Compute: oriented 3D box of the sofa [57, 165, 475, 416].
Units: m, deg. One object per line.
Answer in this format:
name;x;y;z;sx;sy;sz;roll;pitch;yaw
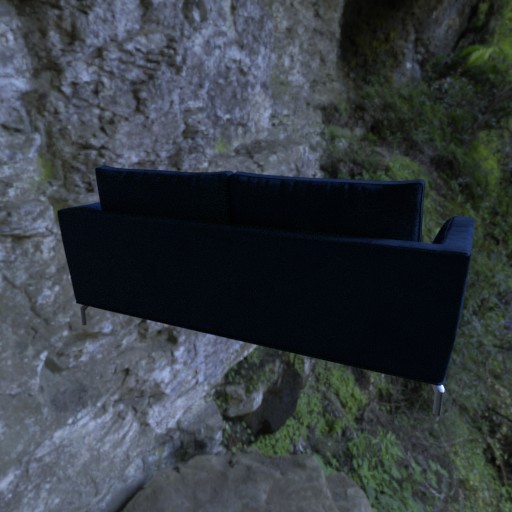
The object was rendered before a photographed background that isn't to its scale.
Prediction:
sofa;0.000;0.000;2.555;2.212;0.998;0.853;8;17;25
